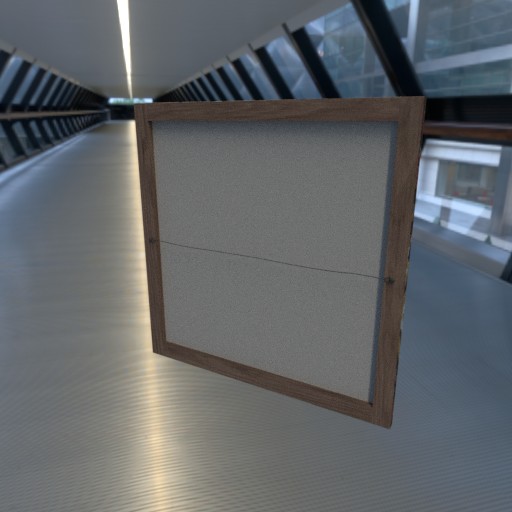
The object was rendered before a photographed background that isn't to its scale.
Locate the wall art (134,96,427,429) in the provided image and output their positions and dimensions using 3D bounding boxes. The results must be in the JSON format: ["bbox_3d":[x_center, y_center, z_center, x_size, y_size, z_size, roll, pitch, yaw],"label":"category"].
[{"bbox_3d":[0.000,0.000,1.150,0.757,0.762,0.028,9,19,28],"label":"wall art"}]
